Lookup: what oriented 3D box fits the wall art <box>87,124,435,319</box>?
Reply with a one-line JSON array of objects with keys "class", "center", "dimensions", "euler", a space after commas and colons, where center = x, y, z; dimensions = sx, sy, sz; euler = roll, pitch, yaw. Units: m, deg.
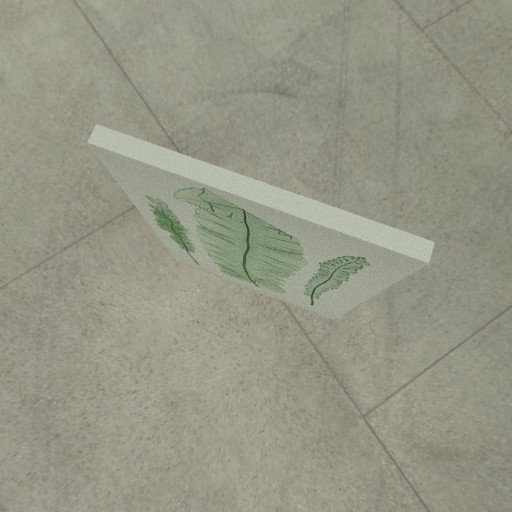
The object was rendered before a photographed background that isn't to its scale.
[{"class": "wall art", "center": [0.000, 0.000, 1.189], "dimensions": [0.610, 0.914, 0.038], "euler": [20, 77, 5]}]
